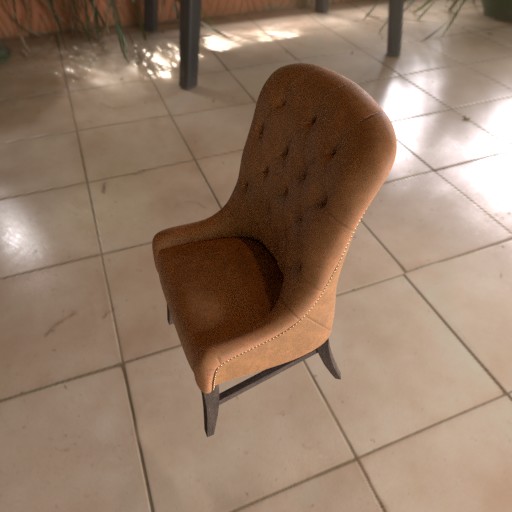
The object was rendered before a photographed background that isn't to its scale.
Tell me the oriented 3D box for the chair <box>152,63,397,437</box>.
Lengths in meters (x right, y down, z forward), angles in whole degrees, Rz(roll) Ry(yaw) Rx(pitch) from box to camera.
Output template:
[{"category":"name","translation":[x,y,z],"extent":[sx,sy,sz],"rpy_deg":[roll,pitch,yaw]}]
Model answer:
[{"category":"chair","translation":[0.000,0.000,1.500],"extent":[0.629,1.091,0.634],"rpy_deg":[-16,47,-16]}]
